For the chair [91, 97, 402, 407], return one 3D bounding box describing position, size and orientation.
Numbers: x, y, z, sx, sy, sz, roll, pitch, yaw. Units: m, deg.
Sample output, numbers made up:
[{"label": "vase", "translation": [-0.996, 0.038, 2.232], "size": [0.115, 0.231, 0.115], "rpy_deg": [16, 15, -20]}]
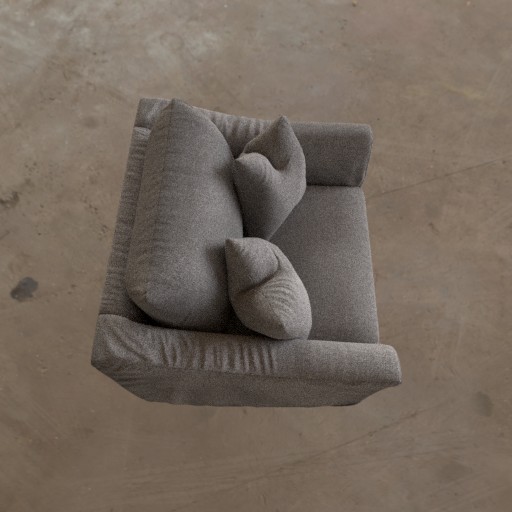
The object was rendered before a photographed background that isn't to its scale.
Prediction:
[{"label": "chair", "translation": [0.000, 0.000, 1.990], "size": [1.071, 1.059, 1.194], "rpy_deg": [1, 63, 1]}]
